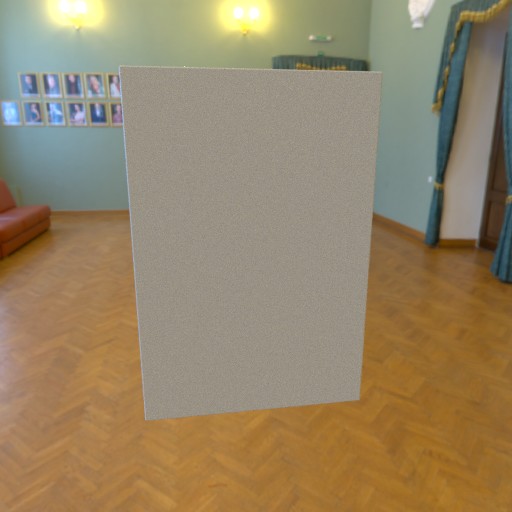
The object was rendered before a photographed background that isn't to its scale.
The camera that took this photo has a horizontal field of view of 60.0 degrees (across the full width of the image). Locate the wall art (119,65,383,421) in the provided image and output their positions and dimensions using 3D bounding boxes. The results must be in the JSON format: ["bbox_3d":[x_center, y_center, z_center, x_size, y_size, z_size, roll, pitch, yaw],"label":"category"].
[{"bbox_3d":[0.000,0.000,1.040,0.556,0.813,0.026,-2,15,-9],"label":"wall art"}]
